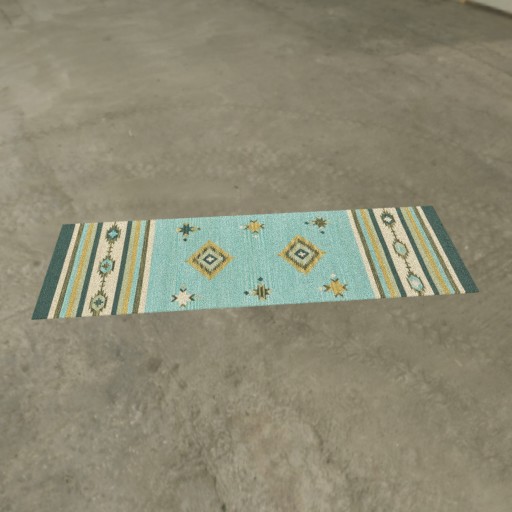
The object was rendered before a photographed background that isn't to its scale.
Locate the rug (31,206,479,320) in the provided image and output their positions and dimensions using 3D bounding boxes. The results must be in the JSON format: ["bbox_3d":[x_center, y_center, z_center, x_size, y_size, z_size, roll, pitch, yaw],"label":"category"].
[{"bbox_3d":[0.000,0.000,2.666,2.441,0.010,0.744,-3,46,-3],"label":"rug"}]
